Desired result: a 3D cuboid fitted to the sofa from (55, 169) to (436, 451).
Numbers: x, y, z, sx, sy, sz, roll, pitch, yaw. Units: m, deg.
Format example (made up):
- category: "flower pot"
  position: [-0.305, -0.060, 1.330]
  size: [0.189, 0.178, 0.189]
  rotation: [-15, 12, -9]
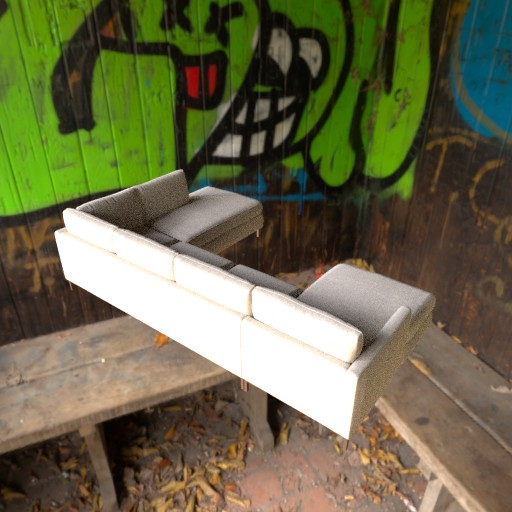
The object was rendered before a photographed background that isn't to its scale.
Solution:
- category: "sofa"
  position: [0.000, 0.000, 3.599]
  size: [2.737, 0.756, 1.879]
  rotation: [20, 35, 32]
